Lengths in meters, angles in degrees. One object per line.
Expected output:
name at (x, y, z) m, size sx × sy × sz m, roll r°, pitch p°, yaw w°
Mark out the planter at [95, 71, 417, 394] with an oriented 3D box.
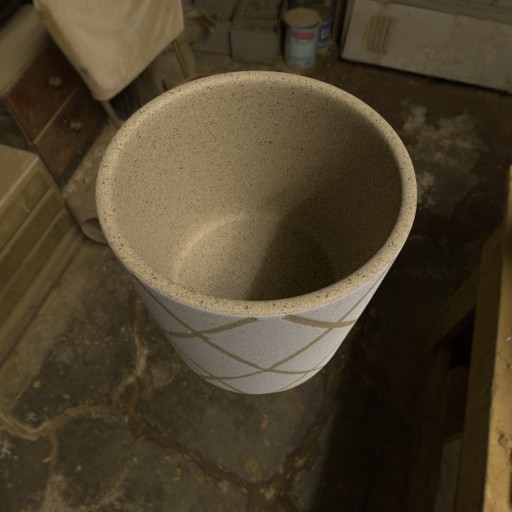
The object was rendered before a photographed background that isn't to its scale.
planter at (0.000, 0.000, 0.416) m, size 0.228 × 0.235 × 0.228 m, roll 0°, pitch 58°, yaw 0°
